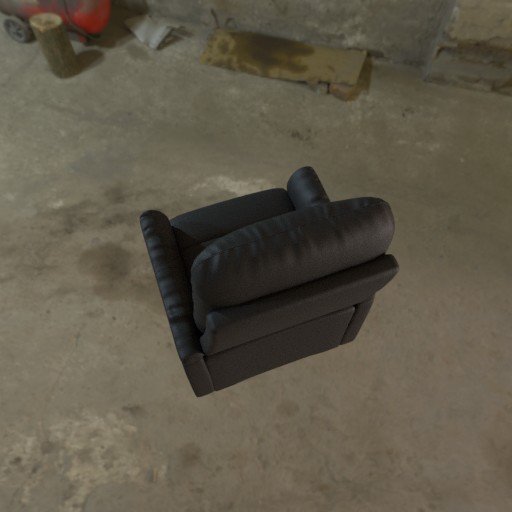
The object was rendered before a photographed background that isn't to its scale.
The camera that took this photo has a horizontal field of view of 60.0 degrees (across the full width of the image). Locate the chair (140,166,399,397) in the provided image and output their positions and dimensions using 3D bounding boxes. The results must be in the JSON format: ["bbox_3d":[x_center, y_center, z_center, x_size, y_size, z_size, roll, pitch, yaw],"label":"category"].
[{"bbox_3d":[0.000,0.000,1.700,0.775,1.082,0.831,-17,59,-11],"label":"chair"}]
